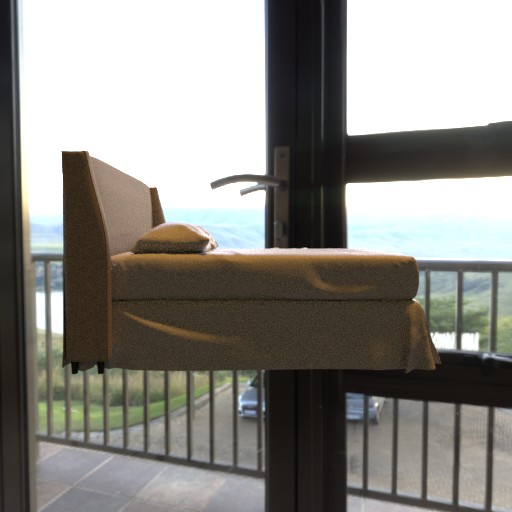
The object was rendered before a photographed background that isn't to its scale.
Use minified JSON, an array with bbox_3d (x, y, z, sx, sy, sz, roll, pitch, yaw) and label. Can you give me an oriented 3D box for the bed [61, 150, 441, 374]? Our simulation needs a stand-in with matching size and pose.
[{"bbox_3d":[0.000,0.000,3.508,2.276,1.332,1.925,0,2,0],"label":"bed"}]
